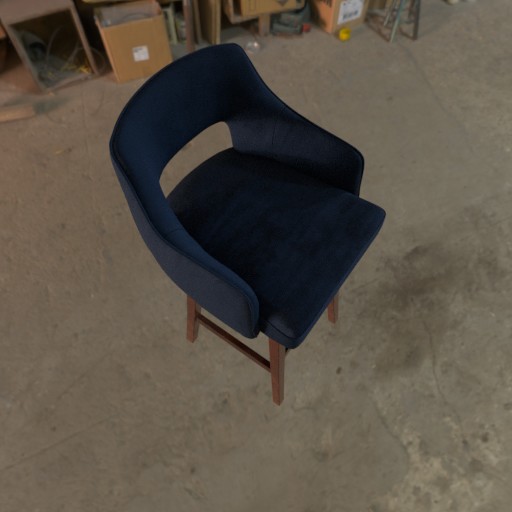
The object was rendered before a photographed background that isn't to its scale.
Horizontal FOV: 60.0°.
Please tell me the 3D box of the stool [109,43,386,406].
[{"bbox_3d":[0.000,0.000,1.338,0.560,1.041,0.550,31,63,18],"label":"stool"}]
